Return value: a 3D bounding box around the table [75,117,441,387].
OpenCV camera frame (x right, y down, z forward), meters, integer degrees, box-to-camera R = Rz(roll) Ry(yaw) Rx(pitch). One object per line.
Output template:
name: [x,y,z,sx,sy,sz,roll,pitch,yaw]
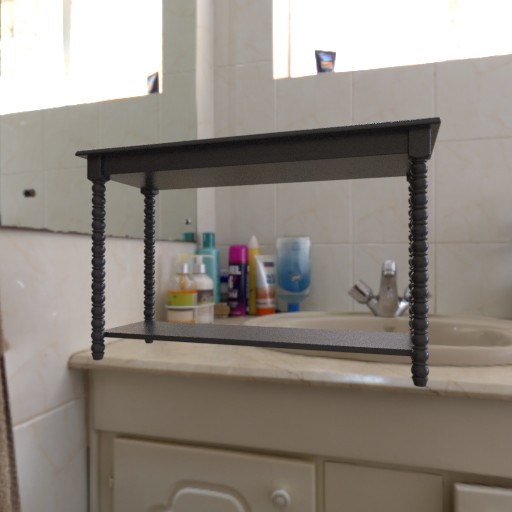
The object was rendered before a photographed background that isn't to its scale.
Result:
table: [0.000,0.000,1.570,1.184,0.735,0.459,0,-1,18]
